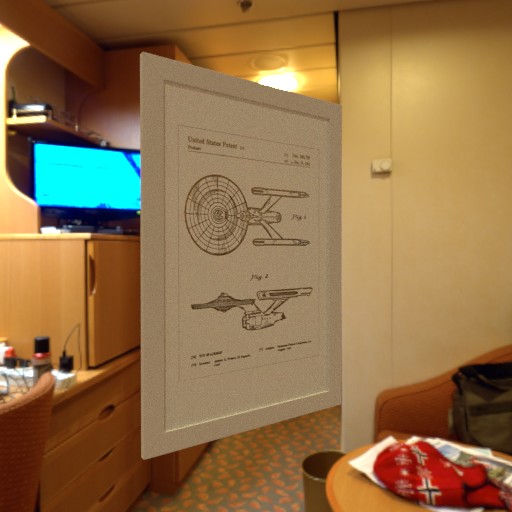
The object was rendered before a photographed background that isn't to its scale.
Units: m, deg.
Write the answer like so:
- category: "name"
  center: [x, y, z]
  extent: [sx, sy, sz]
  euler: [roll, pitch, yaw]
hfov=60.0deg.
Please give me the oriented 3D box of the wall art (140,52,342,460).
- category: "wall art"
  center: [0.000, 0.000, 0.850]
  extent: [0.454, 0.659, 0.011]
  euler: [0, 1, -35]
